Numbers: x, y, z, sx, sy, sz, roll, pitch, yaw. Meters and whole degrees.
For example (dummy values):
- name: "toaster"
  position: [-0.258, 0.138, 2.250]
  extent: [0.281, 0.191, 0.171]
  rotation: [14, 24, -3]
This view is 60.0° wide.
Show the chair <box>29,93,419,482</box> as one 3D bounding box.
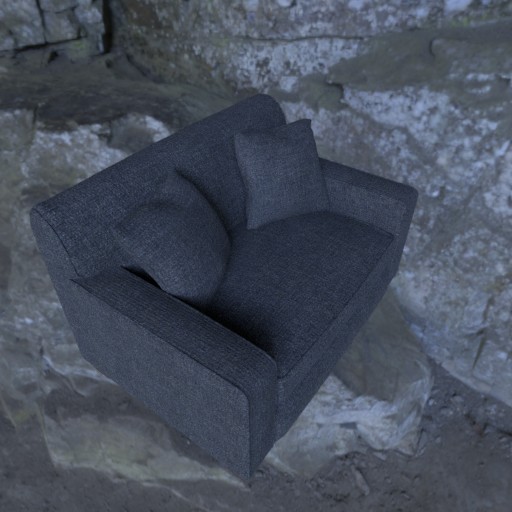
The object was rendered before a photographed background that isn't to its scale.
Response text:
- name: "chair"
  position: [0.000, 0.000, 1.984]
  extent: [1.000, 0.948, 1.383]
  rotation: [25, 46, 27]
